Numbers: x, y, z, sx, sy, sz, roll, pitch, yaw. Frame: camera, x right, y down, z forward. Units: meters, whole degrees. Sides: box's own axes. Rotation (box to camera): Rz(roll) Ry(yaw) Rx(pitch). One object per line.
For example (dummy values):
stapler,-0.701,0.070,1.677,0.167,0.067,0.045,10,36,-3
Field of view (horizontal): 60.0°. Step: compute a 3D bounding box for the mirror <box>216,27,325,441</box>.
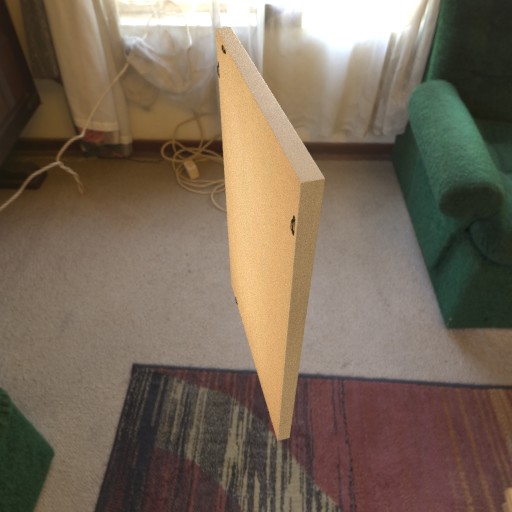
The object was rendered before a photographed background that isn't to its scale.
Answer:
mirror,0.000,0.000,1.152,0.041,0.915,0.609,-11,47,-10
